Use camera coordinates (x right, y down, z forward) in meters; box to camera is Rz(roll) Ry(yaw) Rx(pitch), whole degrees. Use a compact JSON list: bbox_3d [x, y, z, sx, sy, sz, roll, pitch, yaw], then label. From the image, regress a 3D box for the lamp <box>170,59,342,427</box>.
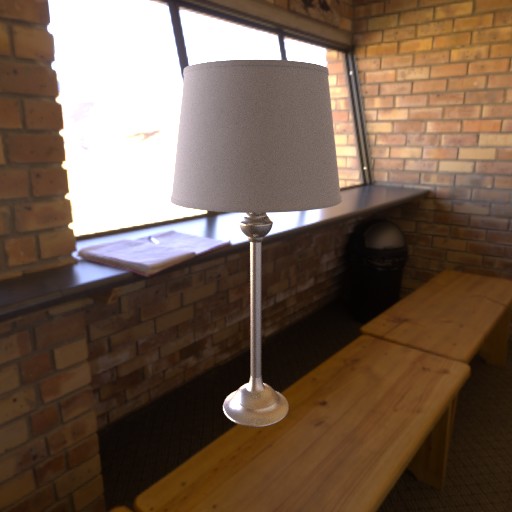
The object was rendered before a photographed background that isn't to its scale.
[{"bbox_3d":[0.000,0.000,0.899,0.331,0.698,0.331,0,15,0],"label":"lamp"}]
